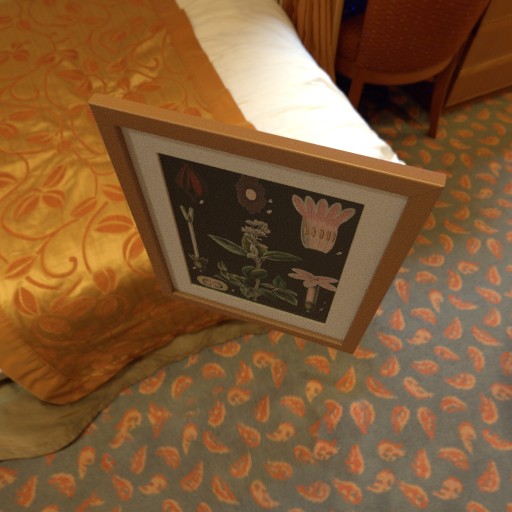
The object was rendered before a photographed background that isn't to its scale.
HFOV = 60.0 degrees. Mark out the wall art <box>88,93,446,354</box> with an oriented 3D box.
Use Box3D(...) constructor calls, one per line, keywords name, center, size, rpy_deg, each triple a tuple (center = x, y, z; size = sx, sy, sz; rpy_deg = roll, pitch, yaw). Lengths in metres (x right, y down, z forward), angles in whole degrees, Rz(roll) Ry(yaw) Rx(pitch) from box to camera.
Box3D(name="wall art", center=(0.000, 0.000, 0.529), size=(0.310, 0.379, 0.015), rpy_deg=(16, 59, 10))
